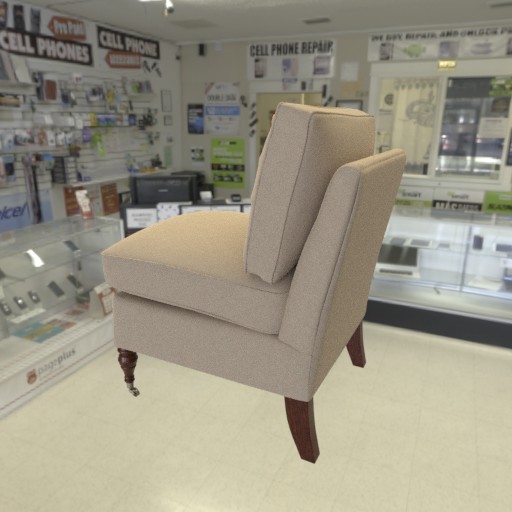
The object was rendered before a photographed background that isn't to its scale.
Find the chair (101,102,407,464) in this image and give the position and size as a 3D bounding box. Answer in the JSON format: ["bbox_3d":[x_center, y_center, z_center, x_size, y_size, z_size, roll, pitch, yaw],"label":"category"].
[{"bbox_3d":[0.000,0.000,1.647,0.912,1.052,0.724,8,19,25],"label":"chair"}]
